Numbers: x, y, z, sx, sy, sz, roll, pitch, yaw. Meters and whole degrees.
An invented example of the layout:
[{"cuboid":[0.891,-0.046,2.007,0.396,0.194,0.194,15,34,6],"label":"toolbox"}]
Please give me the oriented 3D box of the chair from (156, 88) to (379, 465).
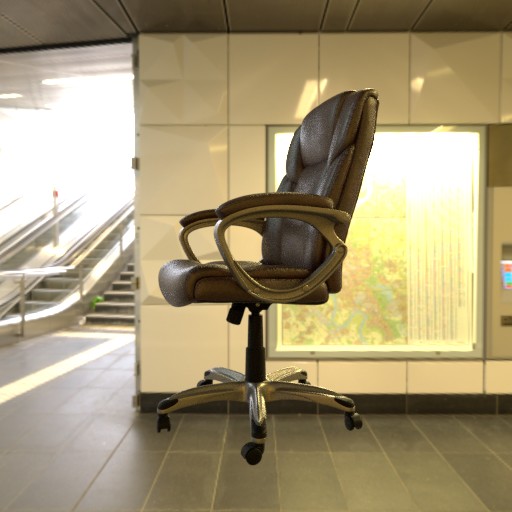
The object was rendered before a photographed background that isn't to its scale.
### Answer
[{"cuboid":[0.000,0.000,1.541,0.692,1.128,0.656,0,2,-19],"label":"chair"}]
